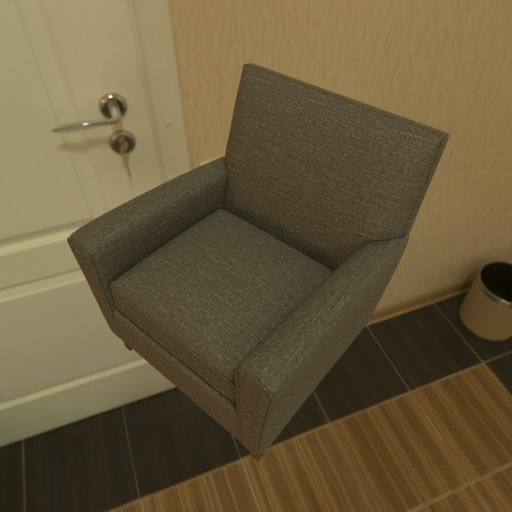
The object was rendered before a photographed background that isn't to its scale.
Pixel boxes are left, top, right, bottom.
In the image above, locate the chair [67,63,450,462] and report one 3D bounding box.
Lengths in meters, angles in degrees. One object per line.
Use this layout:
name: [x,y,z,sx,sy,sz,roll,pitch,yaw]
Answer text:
chair: [0.000,0.000,1.548,0.838,0.885,0.875,31,54,26]
